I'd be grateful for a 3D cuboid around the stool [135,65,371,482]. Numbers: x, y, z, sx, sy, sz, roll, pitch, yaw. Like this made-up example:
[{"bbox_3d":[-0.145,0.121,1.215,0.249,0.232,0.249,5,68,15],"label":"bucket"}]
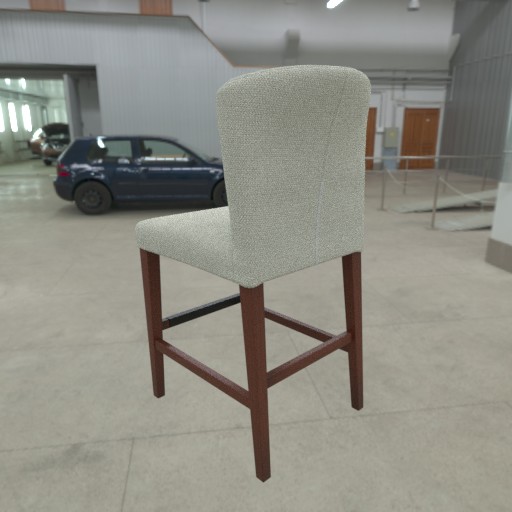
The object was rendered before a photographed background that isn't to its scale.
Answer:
[{"bbox_3d":[0.000,0.000,1.280,0.481,0.969,0.568,-15,22,-42],"label":"stool"}]
